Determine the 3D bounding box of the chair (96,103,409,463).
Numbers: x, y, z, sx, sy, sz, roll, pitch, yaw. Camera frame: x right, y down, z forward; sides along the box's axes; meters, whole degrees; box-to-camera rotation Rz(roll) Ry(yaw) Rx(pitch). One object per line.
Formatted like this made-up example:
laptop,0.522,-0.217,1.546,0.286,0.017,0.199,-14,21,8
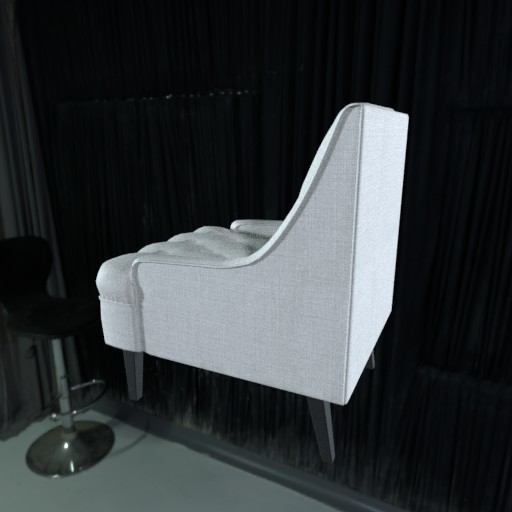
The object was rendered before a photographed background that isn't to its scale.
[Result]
chair,0.000,0.000,1.406,0.772,0.891,0.658,7,17,25
